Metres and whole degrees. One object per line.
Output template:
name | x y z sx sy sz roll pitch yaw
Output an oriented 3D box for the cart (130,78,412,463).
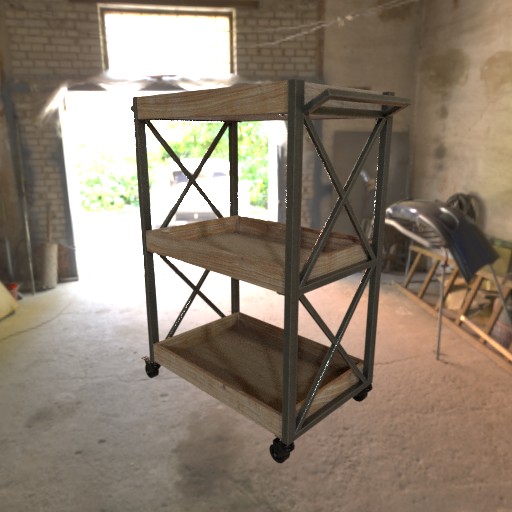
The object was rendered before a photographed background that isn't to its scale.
cart | 0.000 0.000 1.216 0.673 0.835 0.377 14 21 42
